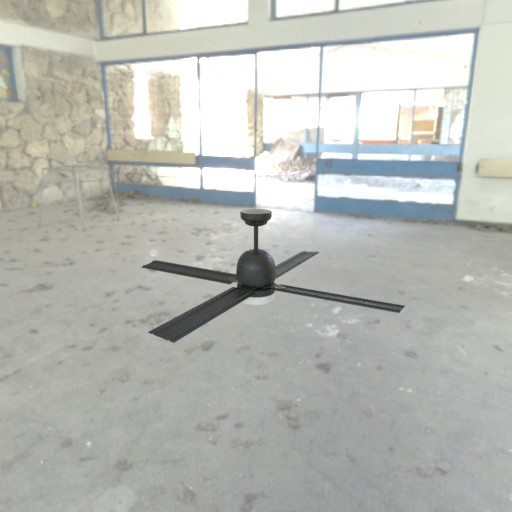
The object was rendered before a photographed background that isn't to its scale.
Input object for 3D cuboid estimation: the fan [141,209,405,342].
[{"bbox_3d":[0.000,0.000,2.017,1.319,0.410,1.319,8,17,27],"label":"fan"}]
